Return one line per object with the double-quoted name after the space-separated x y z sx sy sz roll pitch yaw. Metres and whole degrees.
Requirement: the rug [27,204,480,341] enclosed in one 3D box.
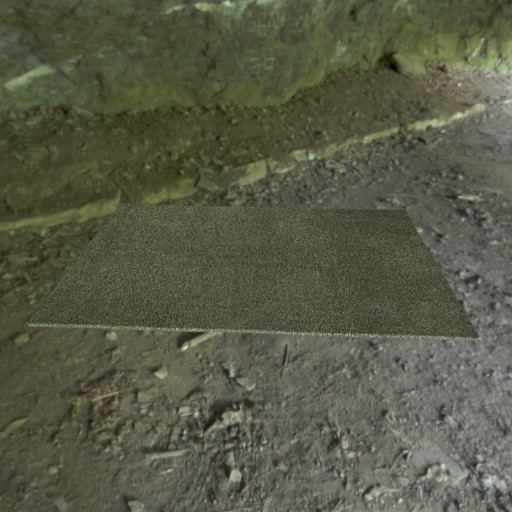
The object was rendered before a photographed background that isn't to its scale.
0.000 0.000 3.406 2.699 0.026 1.802 1 30 2 "rug"
